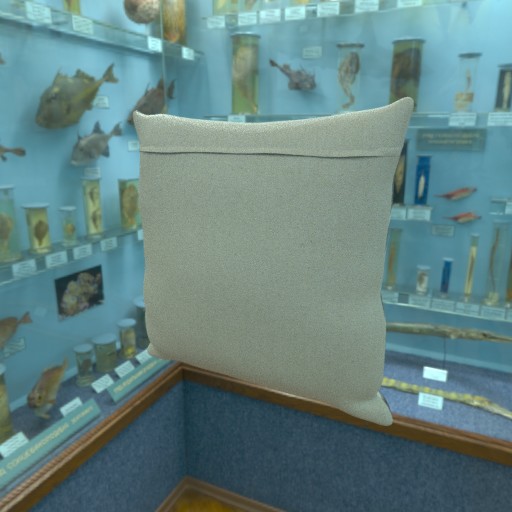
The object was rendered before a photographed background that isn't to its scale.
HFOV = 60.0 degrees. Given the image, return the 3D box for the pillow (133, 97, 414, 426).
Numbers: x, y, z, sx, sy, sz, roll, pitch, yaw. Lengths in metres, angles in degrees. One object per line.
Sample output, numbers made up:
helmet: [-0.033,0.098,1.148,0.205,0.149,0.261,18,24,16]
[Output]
pillow: [0.000,0.000,0.671,0.440,0.441,0.182,8,17,26]
